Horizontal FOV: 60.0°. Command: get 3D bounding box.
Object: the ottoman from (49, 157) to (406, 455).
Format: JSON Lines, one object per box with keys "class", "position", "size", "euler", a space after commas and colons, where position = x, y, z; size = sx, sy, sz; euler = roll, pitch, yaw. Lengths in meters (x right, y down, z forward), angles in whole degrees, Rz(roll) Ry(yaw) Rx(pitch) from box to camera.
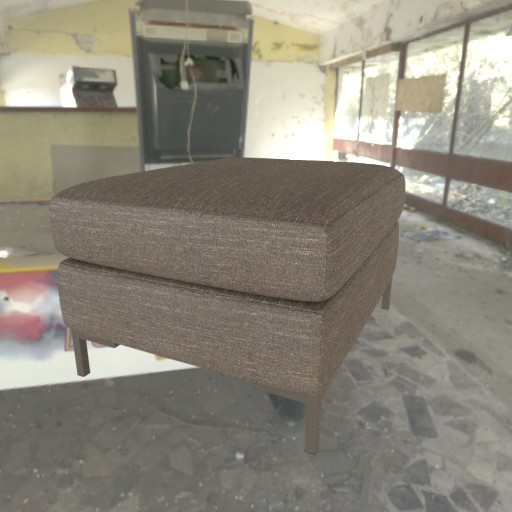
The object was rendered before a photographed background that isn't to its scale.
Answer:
{"class": "ottoman", "position": [0.000, 0.000, 1.224], "size": [0.671, 0.490, 0.820], "euler": [8, 19, 25]}
